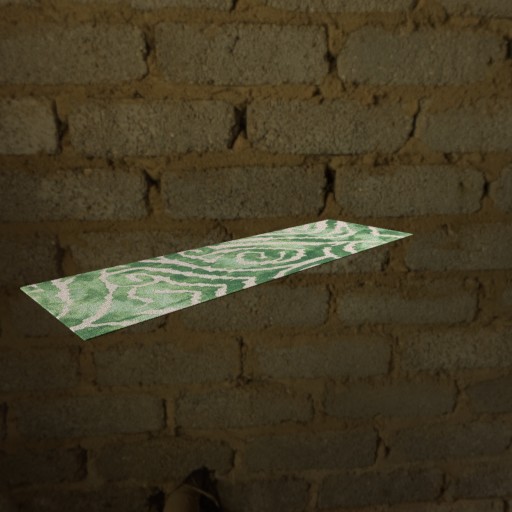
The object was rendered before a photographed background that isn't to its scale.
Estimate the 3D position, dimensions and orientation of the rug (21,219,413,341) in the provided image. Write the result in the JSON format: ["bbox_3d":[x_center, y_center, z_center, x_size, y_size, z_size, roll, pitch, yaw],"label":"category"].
[{"bbox_3d":[0.000,0.000,2.694,2.438,0.006,0.761,-15,22,-41],"label":"rug"}]
